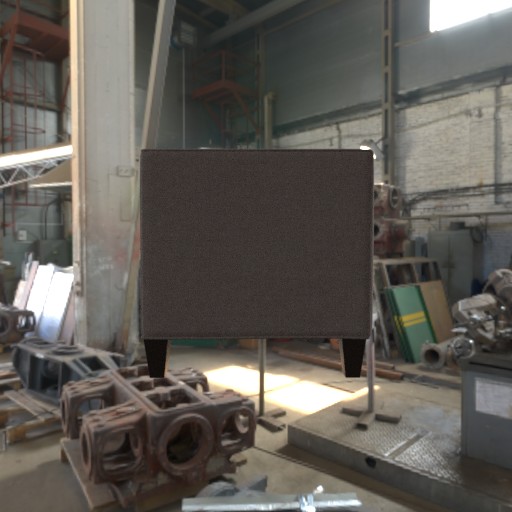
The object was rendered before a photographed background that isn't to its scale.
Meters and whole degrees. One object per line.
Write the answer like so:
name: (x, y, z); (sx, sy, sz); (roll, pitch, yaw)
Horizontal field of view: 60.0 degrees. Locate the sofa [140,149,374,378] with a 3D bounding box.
sofa: (0.000, 0.000, 2.525); (0.775, 0.762, 2.159); (0, 1, 0)
